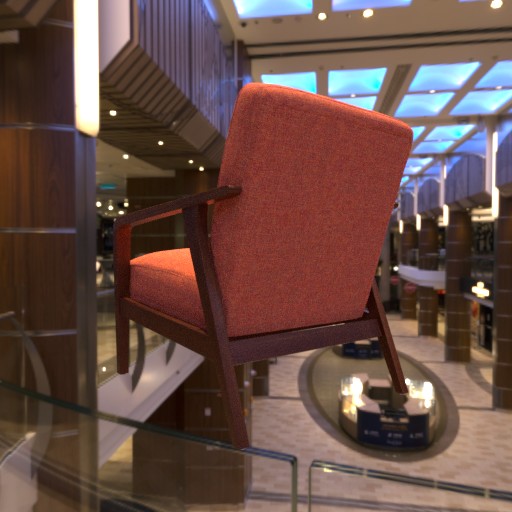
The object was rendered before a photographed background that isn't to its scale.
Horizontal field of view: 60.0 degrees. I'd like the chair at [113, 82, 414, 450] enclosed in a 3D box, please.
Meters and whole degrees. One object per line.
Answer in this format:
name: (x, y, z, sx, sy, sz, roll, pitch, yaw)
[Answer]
chair: (0.000, 0.000, 1.519, 0.719, 0.890, 0.860, -1, 2, -37)
